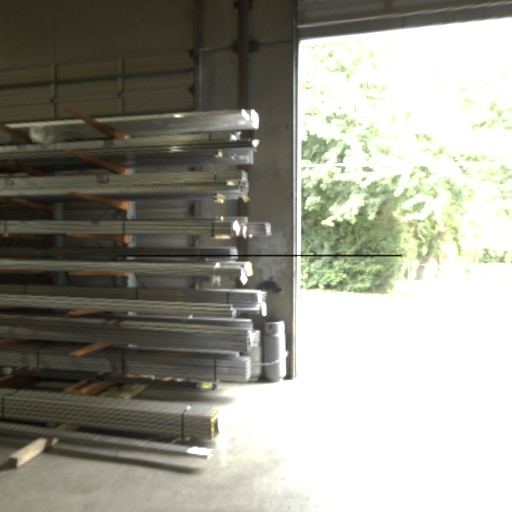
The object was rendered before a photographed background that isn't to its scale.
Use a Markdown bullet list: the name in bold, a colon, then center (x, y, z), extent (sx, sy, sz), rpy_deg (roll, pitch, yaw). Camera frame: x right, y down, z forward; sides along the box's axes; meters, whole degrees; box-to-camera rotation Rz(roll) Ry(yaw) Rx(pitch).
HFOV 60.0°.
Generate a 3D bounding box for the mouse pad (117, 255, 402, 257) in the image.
- **mouse pad**: center (0.000, 0.000, 1.083), extent (0.424, 0.003, 0.907), rpy_deg (0, 0, -1)
